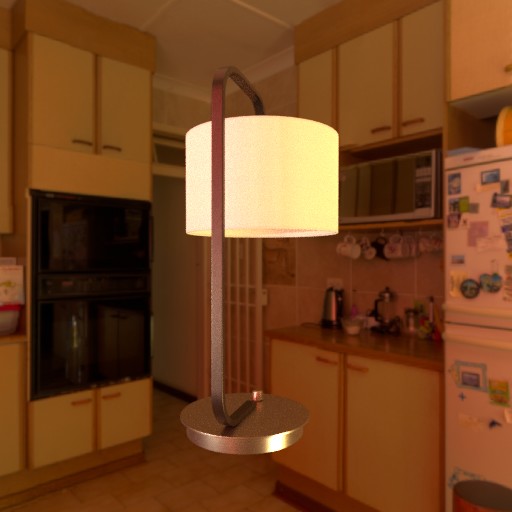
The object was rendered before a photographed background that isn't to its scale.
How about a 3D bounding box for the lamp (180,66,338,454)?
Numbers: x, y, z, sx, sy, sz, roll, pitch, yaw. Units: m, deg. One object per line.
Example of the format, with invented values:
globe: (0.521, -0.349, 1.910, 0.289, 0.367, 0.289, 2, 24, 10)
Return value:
lamp: (0.000, 0.000, 0.650, 0.230, 0.473, 0.288, 0, 0, 18)
